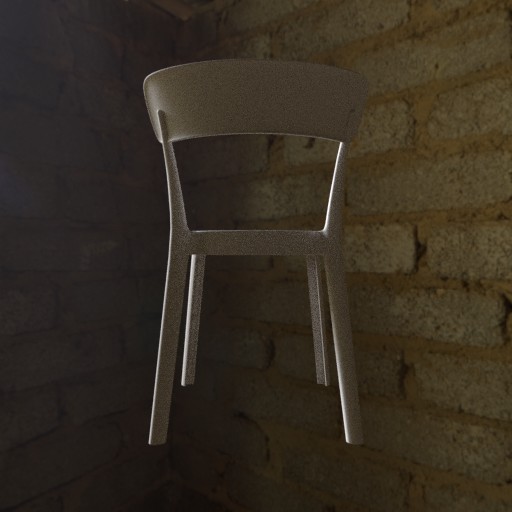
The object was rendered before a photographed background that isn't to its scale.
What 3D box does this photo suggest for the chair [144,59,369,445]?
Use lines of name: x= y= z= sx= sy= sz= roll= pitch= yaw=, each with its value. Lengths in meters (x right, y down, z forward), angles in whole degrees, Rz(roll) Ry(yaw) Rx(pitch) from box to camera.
chair: x=0.000 y=0.000 z=1.119 sx=0.506 sy=0.790 sz=0.491 roll=0 pitch=1 yaw=0
